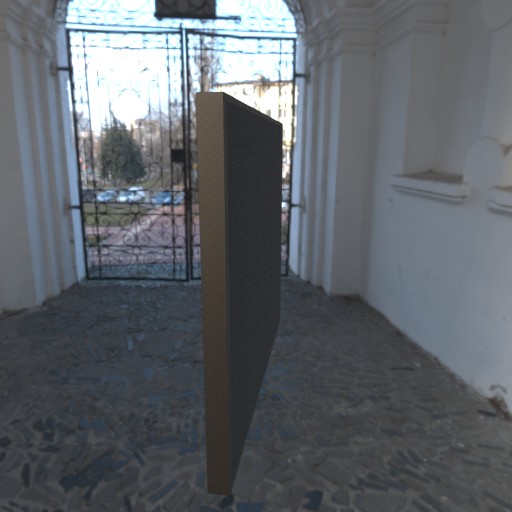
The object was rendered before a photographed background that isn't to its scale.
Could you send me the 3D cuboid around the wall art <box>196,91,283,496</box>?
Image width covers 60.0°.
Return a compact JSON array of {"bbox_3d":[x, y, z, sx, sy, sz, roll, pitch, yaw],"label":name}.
[{"bbox_3d":[0.000,0.000,0.747,0.029,0.458,0.559,2,14,9],"label":"wall art"}]
